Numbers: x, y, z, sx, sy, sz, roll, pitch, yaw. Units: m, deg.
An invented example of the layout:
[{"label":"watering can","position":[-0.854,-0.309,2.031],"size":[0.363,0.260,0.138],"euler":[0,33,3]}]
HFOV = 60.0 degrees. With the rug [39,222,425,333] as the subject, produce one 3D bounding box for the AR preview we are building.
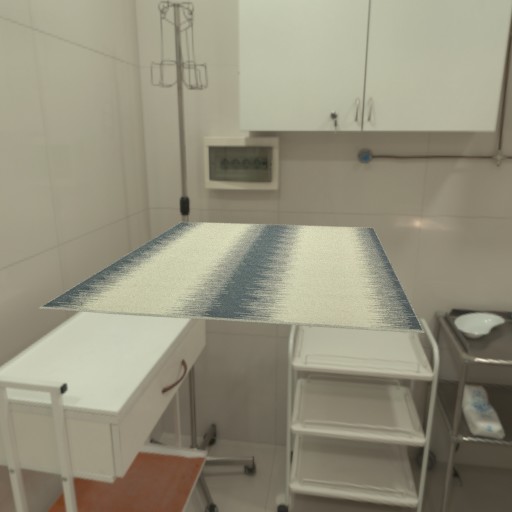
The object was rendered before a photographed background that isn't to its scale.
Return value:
[{"label":"rug","position":[0.000,0.000,4.184],"size":[2.453,0.004,3.037],"euler":[2,16,8]}]
